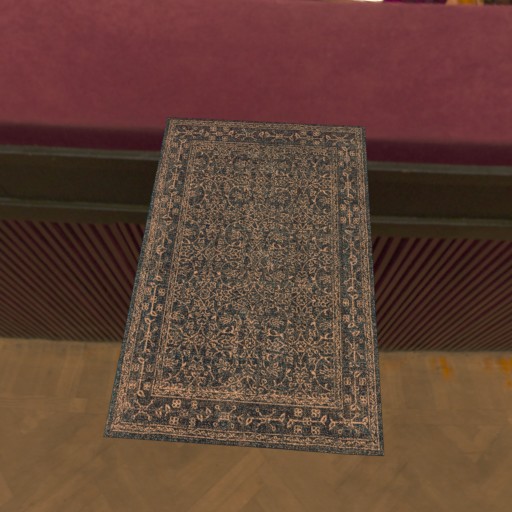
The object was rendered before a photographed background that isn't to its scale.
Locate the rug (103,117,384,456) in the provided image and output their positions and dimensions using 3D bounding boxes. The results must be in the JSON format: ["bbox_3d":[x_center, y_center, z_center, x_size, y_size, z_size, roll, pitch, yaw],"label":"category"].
[{"bbox_3d":[0.000,0.000,2.287,1.200,0.005,1.819,3,64,2],"label":"rug"}]
